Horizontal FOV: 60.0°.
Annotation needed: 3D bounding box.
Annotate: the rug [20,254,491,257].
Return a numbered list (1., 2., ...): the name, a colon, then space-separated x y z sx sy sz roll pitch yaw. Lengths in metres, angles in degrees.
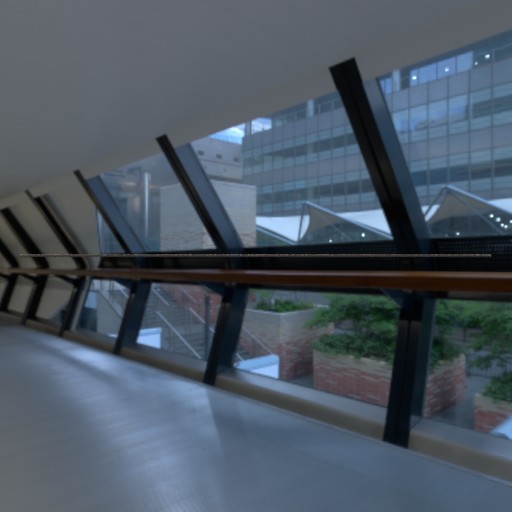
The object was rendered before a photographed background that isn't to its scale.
1. rug: 0.000 0.000 2.256 1.783 0.008 1.175 0 0 1
